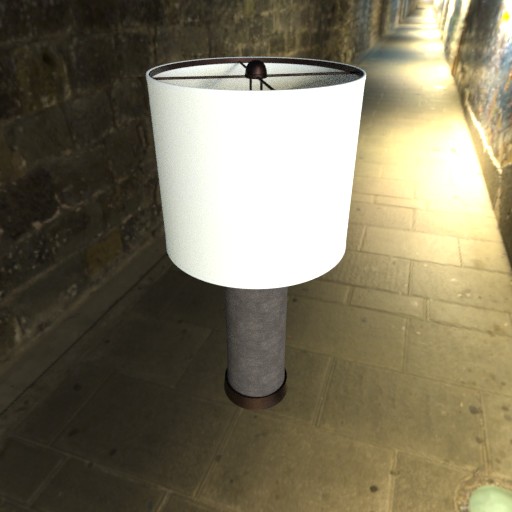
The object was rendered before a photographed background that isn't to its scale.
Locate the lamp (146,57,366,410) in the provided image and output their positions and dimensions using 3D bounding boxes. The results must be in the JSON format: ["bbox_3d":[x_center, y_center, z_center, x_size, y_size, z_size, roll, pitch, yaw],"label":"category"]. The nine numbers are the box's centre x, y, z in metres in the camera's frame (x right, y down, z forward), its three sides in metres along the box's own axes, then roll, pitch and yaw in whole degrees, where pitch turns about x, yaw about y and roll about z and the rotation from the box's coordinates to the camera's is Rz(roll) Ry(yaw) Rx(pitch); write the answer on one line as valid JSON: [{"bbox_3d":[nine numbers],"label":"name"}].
[{"bbox_3d":[0.000,0.000,0.772,0.301,0.630,0.301,19,36,29],"label":"lamp"}]
